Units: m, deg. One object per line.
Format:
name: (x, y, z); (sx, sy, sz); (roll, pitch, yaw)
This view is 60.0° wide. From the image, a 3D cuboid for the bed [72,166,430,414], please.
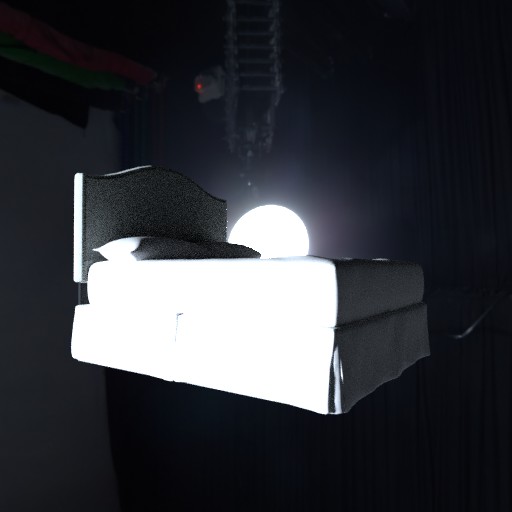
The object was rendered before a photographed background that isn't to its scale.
bed: (0.000, 0.000, 3.403); (2.180, 1.607, 1.813); (-1, -1, 35)
